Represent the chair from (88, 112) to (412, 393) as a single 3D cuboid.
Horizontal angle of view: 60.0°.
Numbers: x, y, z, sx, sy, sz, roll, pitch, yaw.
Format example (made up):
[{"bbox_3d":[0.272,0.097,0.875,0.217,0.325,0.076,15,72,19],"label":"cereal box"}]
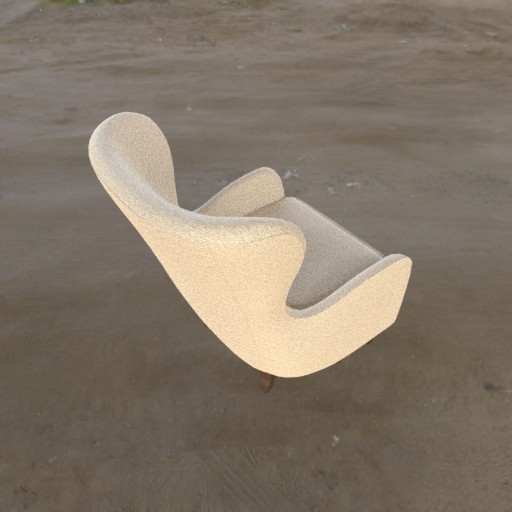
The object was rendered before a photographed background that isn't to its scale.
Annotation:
[{"bbox_3d":[0.000,0.000,1.755,0.984,1.064,0.861,-27,48,-27],"label":"chair"}]
